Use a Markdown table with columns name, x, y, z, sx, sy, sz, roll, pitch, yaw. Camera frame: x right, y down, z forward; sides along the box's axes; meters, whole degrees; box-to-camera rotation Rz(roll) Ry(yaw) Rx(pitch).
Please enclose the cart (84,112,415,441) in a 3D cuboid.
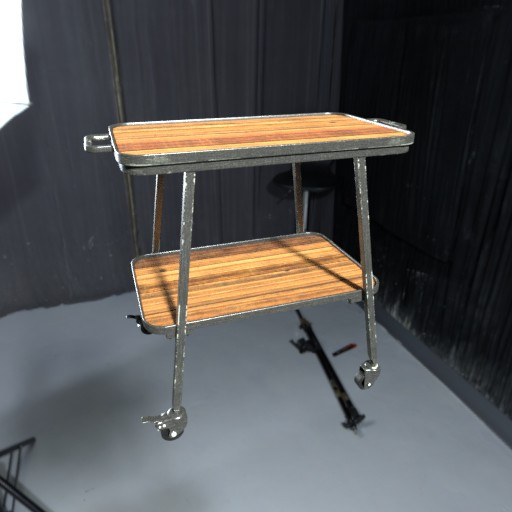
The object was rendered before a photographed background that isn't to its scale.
| name | x | y | z | sx | sy | sz | roll | pitch | yaw |
| --- | --- | --- | --- | --- | --- | --- | --- | --- | --- |
| cart | 0.000 | 0.000 | 1.251 | 0.806 | 0.700 | 0.515 | -8 | 27 | -17 |
